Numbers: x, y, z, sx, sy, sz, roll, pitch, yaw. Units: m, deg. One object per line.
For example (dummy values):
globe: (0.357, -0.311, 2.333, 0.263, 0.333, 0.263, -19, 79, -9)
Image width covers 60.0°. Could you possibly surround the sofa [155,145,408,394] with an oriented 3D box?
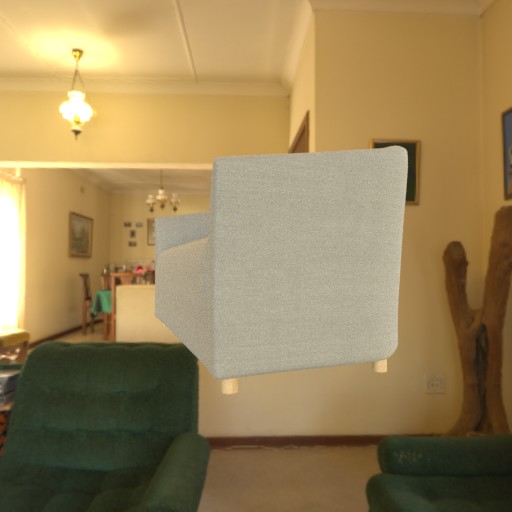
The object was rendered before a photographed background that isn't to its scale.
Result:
sofa: (0.000, 0.000, 1.851, 0.705, 0.721, 1.452, 0, -1, -19)
